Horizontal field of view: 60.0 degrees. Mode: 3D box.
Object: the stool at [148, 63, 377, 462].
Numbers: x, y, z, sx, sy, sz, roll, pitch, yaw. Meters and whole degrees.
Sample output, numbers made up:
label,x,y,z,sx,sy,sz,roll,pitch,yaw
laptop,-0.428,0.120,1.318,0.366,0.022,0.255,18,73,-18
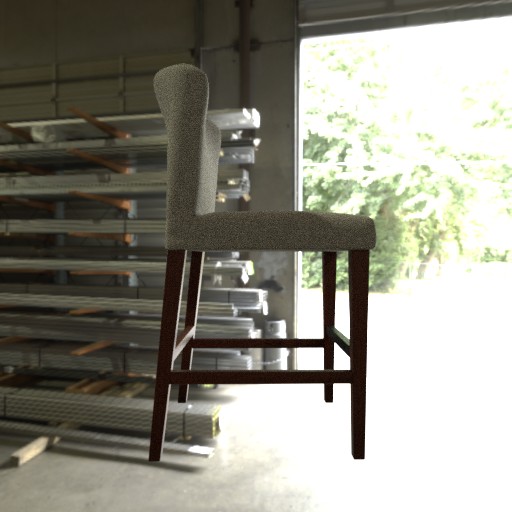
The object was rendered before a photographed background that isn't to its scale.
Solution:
label,x,y,z,sx,sy,sz,roll,pitch,yaw
stool,0.000,0.000,1.266,0.568,0.969,0.481,0,0,-1
